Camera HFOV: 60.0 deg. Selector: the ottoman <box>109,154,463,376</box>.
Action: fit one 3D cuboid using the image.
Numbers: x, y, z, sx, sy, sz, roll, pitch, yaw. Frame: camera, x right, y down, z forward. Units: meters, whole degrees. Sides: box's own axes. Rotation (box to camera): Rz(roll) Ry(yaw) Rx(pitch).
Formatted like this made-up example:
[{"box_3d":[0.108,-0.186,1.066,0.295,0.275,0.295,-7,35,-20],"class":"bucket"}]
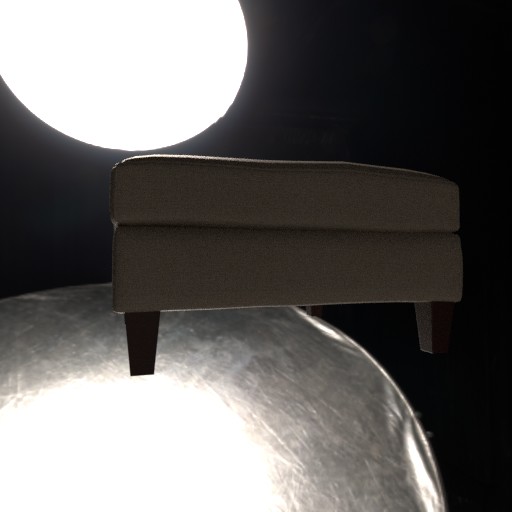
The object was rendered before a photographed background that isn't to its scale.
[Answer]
[{"box_3d":[0.000,0.000,1.353,0.838,0.481,0.838,0,0,-17],"class":"ottoman"}]
